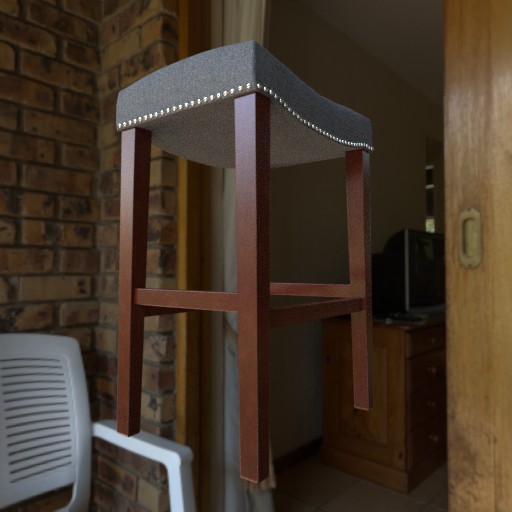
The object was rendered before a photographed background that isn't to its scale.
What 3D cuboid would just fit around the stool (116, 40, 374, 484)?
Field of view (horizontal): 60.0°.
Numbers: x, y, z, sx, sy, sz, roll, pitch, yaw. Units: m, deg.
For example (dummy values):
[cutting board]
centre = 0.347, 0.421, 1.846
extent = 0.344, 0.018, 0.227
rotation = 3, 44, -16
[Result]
[stool]
centre = 0.000, 0.000, 1.011
extent = 0.372, 0.742, 0.504
rotation = -1, -2, 37
